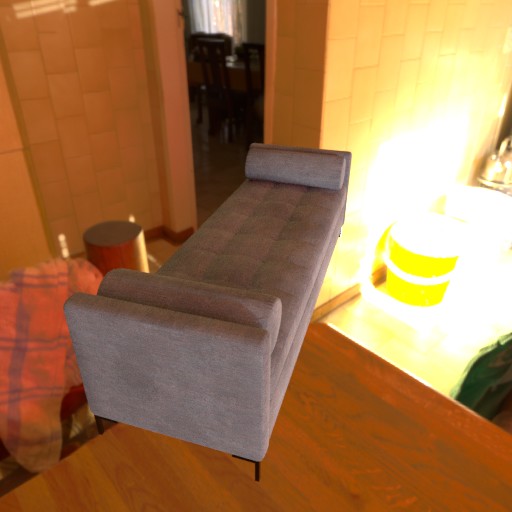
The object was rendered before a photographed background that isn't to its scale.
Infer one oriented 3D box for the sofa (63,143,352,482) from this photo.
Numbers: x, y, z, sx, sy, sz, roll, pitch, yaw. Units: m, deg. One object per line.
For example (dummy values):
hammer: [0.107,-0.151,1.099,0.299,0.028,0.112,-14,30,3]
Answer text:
sofa: [0.000,0.000,2.291,0.686,0.635,1.981,9,31,15]
